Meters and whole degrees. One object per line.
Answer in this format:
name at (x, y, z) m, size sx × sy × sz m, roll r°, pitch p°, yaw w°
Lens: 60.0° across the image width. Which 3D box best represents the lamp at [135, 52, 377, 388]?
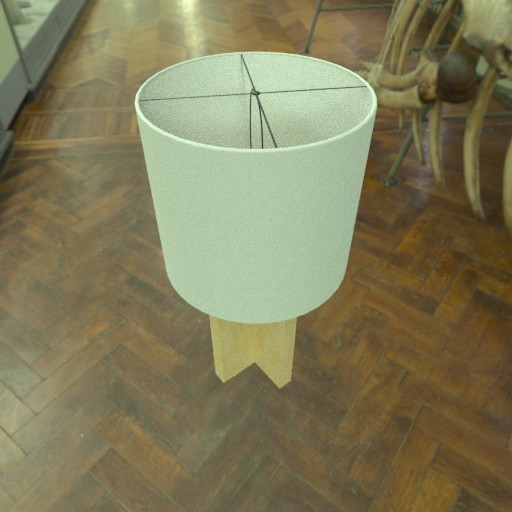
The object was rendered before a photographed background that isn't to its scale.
lamp at (0.000, 0.000, 0.569) m, size 0.229 × 0.428 × 0.229 m, roll -28°, pitch 50°, yaw -27°
